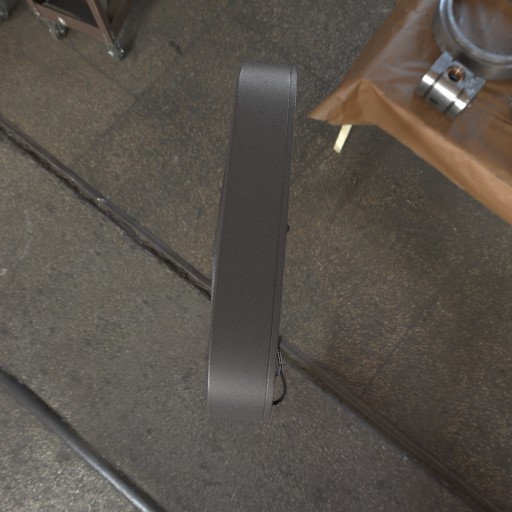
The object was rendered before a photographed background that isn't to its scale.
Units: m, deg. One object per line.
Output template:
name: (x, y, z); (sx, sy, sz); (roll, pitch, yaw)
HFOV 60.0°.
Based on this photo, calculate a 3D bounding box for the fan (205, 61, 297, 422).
fan: (0.000, 0.000, 0.796); (0.142, 0.533, 0.526); (5, 77, 1)
